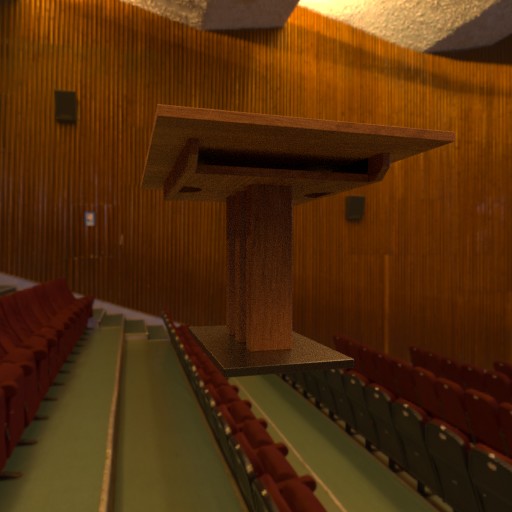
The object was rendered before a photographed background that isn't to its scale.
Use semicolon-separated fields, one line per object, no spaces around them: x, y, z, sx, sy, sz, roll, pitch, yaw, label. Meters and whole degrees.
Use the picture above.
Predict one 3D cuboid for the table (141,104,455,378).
0.000;0.000;1.869;0.900;0.770;1.300;0;0;-16;table
